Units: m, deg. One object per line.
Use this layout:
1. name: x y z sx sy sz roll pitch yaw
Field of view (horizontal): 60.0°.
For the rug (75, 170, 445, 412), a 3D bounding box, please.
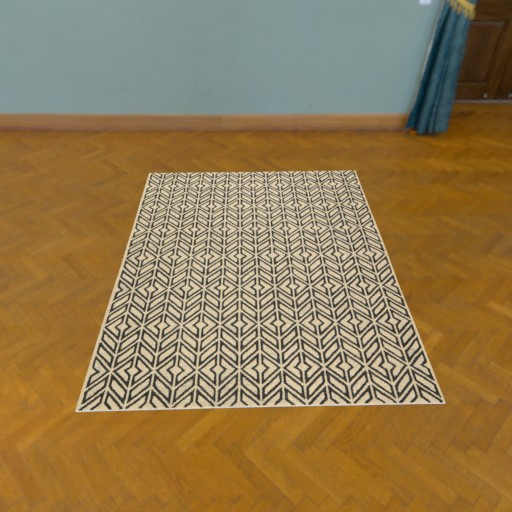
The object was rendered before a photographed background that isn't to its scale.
1. rug: 0.000 0.000 4.048 2.421 0.008 3.045 -1 41 -1
